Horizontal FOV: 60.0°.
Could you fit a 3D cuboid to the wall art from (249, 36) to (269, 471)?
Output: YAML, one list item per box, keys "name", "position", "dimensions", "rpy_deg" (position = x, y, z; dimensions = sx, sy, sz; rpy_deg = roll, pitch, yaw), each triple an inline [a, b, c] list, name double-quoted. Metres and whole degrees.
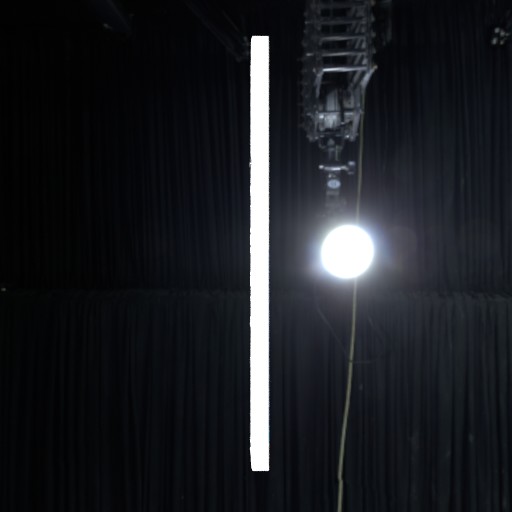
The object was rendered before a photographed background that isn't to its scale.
- name: "wall art"
  position: [0.000, 0.000, 1.539]
  dimensions: [0.042, 0.912, 1.219]
  rpy_deg: [0, -1, -1]
